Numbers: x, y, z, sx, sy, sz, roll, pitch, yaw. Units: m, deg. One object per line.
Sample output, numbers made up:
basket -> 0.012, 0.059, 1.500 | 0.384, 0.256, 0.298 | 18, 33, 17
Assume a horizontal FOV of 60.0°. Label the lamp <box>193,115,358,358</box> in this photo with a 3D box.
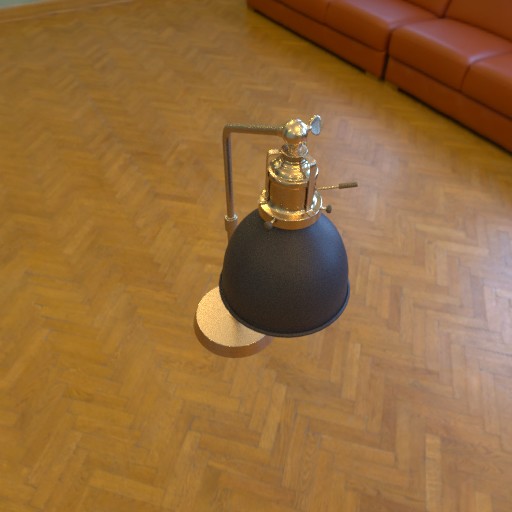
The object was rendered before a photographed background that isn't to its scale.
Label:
lamp -> 0.000, 0.000, 0.589 | 0.160, 0.456, 0.291 | -24, 51, -21
